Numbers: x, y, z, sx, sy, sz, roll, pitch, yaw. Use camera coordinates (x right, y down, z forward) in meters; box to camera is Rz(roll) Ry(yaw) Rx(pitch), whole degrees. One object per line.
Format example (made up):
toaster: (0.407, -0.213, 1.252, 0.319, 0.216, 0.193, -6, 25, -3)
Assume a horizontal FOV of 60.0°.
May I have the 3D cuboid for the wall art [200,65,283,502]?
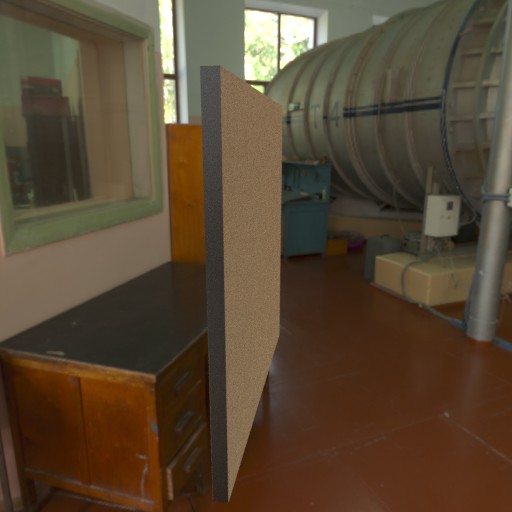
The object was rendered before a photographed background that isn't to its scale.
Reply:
wall art: (0.000, 0.000, 1.120, 0.031, 0.775, 0.773, 3, 15, 10)
